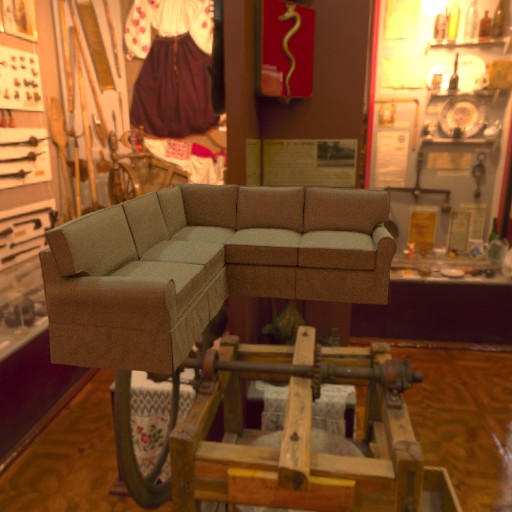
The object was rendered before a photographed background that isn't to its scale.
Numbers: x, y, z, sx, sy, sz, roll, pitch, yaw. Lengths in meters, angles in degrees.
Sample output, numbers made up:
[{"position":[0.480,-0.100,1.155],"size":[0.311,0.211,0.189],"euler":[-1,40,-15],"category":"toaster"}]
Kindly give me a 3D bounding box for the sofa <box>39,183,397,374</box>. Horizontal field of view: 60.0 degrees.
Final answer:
[{"position":[0.000,0.000,4.109],"size":[2.623,1.081,2.618],"euler":[3,15,9],"category":"sofa"}]
